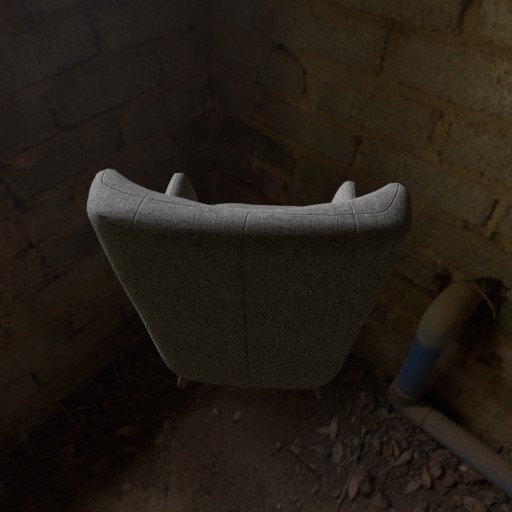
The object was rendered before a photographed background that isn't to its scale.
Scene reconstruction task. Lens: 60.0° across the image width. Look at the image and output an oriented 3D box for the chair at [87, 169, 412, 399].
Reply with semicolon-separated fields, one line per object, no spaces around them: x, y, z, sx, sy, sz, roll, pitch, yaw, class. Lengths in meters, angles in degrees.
0.000;0.000;1.730;0.878;1.063;0.904;3;46;3;chair
